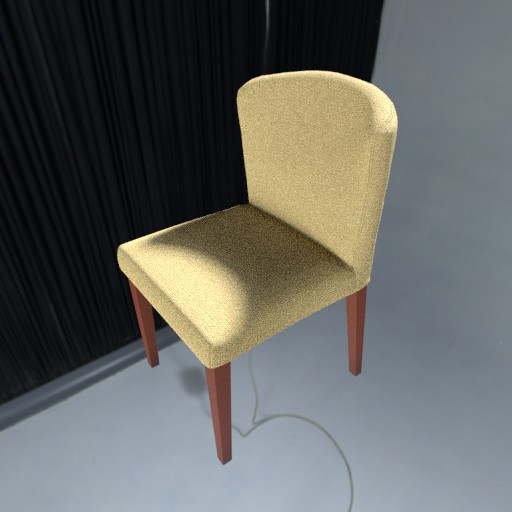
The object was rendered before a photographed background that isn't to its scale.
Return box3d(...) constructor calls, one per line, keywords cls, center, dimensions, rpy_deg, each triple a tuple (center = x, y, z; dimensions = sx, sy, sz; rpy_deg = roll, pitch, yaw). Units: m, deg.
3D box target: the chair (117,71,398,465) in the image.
box3d(cls="chair", center=(0.000, 0.000, 1.174), dimensions=(0.589, 0.839, 0.491), rpy_deg=(-23, 40, -30))
